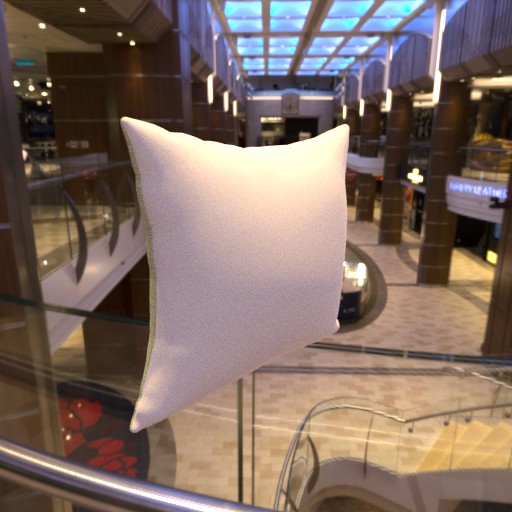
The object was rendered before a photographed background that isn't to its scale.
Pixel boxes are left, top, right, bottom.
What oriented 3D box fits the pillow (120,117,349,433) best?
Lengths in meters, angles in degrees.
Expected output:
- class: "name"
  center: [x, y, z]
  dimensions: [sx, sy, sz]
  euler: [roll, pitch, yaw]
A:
- class: "pillow"
  center: [0.000, 0.000, 0.832]
  dimensions: [0.560, 0.487, 0.229]
  euler: [-15, 21, -43]
